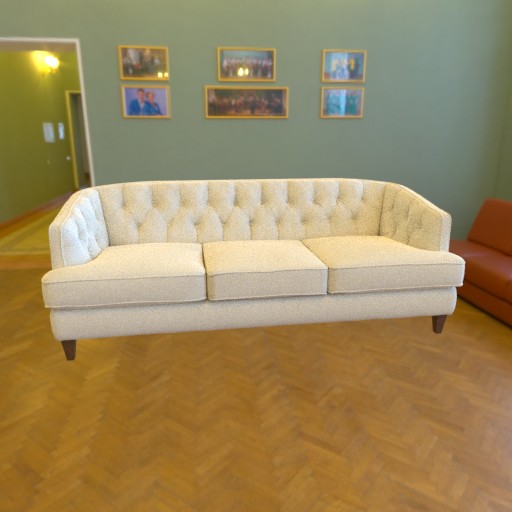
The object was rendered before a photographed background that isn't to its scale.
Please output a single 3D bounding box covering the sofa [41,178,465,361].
[{"bbox_3d":[0.000,0.000,2.742,2.278,0.855,0.941,-2,16,-9],"label":"sofa"}]
